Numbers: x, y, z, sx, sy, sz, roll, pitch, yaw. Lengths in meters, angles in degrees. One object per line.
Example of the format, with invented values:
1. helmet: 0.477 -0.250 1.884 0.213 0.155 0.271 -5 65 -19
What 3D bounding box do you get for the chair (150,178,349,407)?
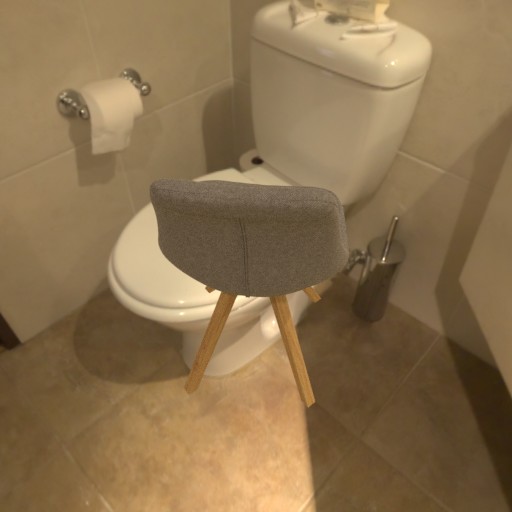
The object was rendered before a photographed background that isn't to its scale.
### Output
1. chair: 0.000 0.000 1.226 0.483 0.865 0.550 5 47 4
